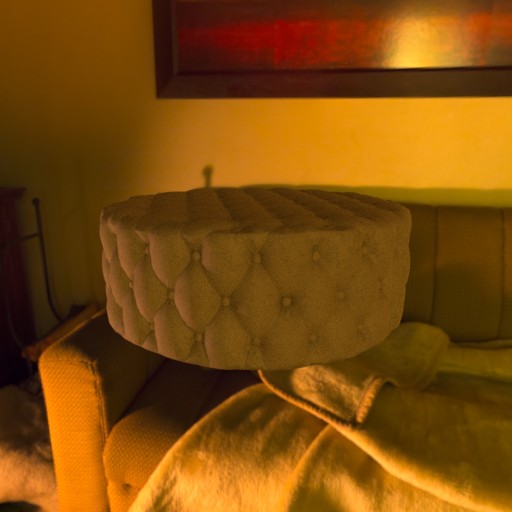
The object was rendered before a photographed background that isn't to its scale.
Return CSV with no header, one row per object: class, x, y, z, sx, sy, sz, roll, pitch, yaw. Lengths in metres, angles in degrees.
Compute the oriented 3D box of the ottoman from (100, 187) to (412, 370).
ottoman,0.000,0.000,1.507,0.998,0.399,0.998,0,14,0
